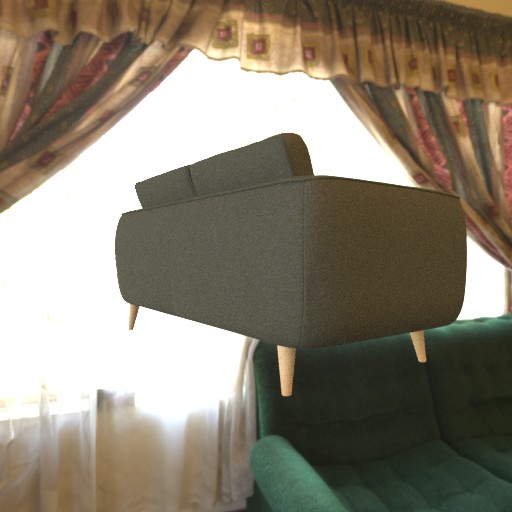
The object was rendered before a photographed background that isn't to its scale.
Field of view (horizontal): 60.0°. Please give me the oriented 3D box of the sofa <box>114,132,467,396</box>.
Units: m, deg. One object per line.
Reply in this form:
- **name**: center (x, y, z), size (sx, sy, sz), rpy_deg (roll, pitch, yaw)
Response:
- **sofa**: center (0.000, 0.000, 2.163), size (0.920, 0.850, 1.700), rpy_deg (-1, 1, -36)
